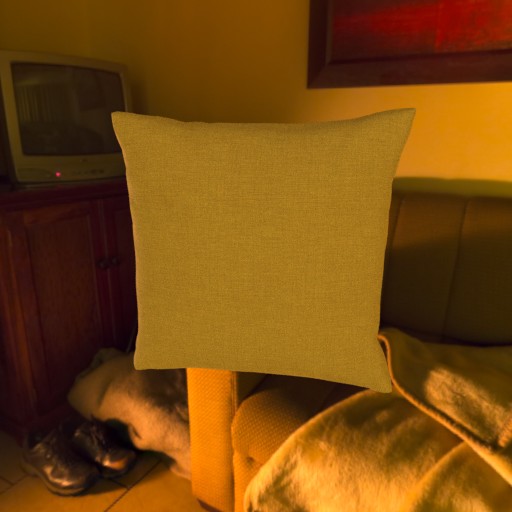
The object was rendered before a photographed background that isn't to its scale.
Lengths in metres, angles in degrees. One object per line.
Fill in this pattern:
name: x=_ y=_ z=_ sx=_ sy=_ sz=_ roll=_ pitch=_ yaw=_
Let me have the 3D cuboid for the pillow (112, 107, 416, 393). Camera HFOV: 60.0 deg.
pillow: x=0.000 y=0.000 z=0.806 sx=0.517 sy=0.508 sz=0.158 roll=2 pitch=15 yaw=9
